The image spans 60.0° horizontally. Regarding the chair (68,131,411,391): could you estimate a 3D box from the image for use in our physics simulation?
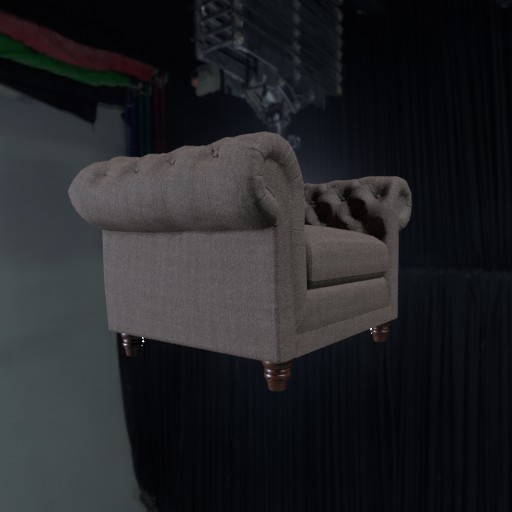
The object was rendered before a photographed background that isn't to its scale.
[{"bbox_3d":[0.000,0.000,1.919,0.945,0.780,1.298,1,2,37],"label":"chair"}]
